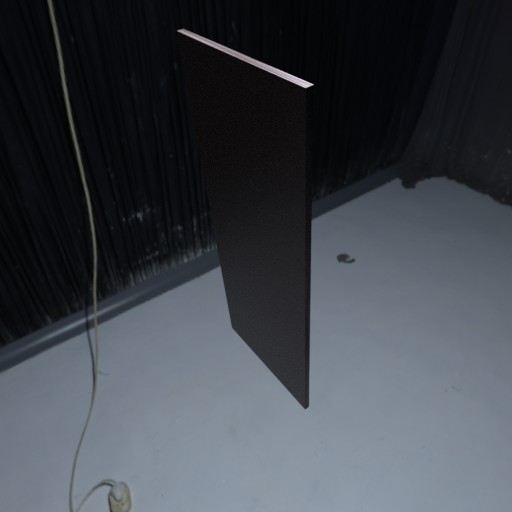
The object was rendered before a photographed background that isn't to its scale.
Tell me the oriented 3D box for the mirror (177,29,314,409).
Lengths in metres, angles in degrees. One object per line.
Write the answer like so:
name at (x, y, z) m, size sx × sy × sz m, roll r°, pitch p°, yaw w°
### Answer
mirror at (0.000, 0.000, 2.298) m, size 0.221 × 2.020 × 0.812 m, roll -25°, pitch 47°, yaw -27°
